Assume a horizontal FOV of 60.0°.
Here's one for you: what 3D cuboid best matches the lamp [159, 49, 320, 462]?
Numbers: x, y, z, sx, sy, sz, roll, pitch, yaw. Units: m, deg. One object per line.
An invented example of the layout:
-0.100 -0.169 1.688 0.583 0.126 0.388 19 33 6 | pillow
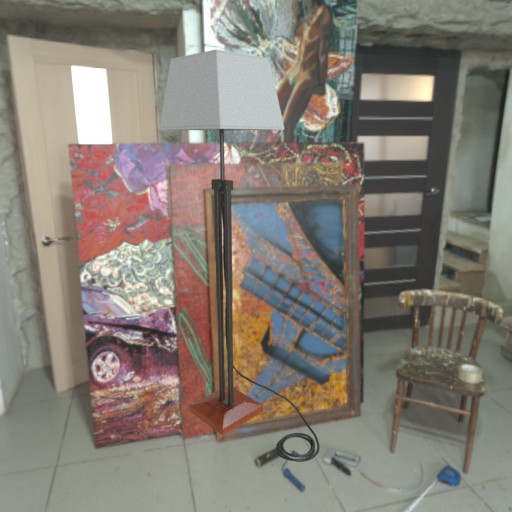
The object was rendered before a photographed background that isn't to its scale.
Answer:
0.000 0.000 1.997 0.472 1.712 0.745 -14 21 -42 | lamp
